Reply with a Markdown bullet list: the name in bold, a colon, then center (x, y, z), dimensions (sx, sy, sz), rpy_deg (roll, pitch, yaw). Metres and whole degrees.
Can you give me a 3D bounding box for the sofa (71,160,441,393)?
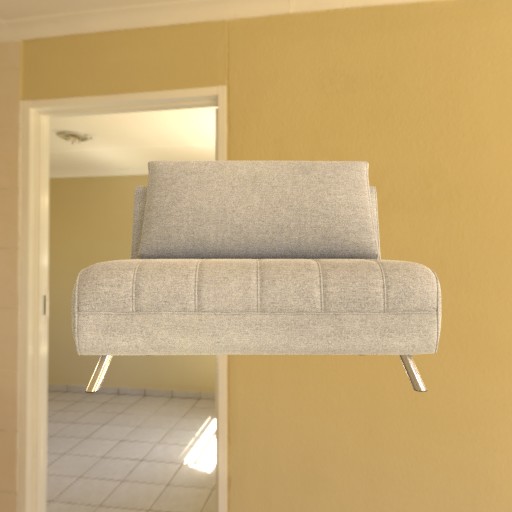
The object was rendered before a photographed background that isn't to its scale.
- **sofa**: center (0.000, 0.000, 1.860), dimensions (1.220, 0.910, 0.910), rpy_deg (0, -1, -1)
